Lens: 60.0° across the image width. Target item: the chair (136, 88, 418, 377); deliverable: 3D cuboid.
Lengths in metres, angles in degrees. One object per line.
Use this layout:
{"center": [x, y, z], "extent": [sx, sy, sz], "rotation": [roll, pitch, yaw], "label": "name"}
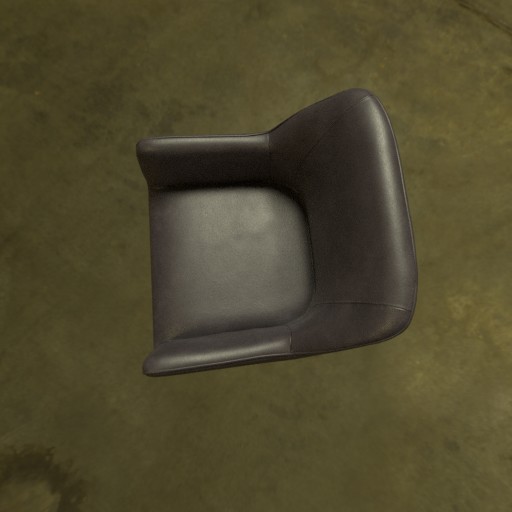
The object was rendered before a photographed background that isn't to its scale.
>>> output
{"center": [0.000, 0.000, 1.258], "extent": [0.610, 0.828, 0.610], "rotation": [-5, 77, -1], "label": "chair"}
